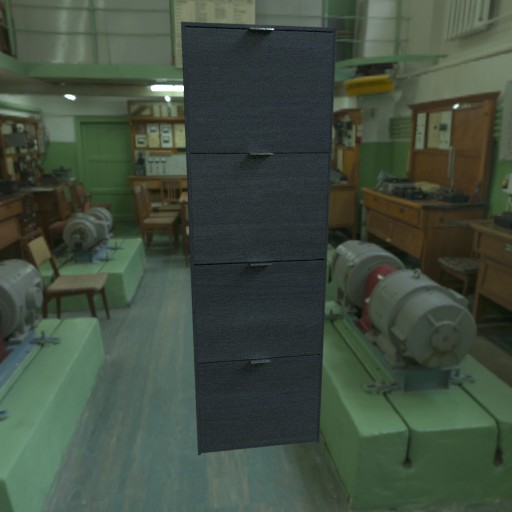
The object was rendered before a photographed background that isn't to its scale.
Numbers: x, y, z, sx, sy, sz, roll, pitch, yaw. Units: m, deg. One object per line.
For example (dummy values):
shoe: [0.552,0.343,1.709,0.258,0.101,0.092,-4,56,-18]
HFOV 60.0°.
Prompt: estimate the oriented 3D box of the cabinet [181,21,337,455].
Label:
cabinet: [0.000,0.000,1.768,0.520,1.630,0.255,-2,15,-9]
